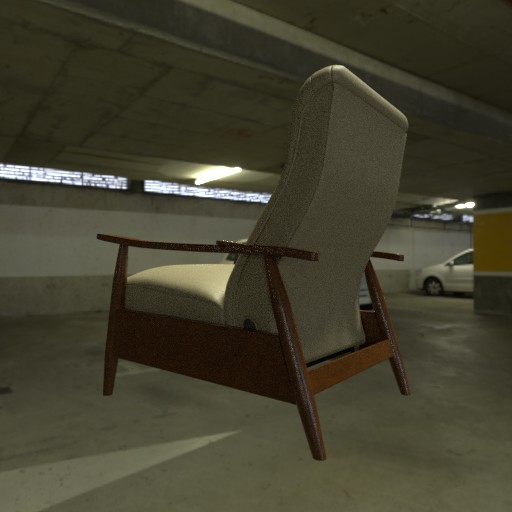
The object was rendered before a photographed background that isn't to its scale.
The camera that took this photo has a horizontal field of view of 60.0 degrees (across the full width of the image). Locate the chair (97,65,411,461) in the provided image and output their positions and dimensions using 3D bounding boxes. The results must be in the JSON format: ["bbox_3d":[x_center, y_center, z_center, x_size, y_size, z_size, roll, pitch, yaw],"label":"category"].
[{"bbox_3d":[0.000,0.000,1.743,1.014,1.082,0.762,-1,-1,37],"label":"chair"}]
